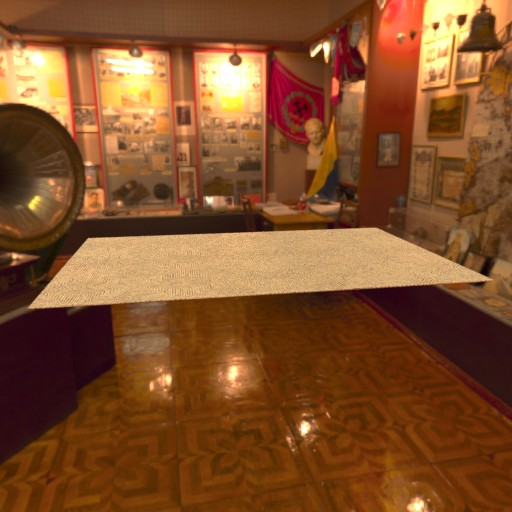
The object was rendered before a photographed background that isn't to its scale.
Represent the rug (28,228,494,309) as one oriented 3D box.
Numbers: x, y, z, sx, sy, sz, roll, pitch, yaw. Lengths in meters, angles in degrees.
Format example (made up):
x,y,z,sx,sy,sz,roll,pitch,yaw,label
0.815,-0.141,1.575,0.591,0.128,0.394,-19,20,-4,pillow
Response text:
x,y,z,sx,sy,sz,roll,pitch,yaw,label
0.000,0.000,2.986,2.428,0.007,1.519,-3,15,-10,rug
